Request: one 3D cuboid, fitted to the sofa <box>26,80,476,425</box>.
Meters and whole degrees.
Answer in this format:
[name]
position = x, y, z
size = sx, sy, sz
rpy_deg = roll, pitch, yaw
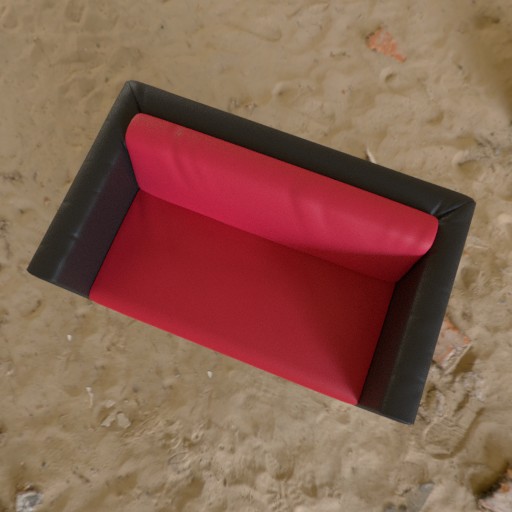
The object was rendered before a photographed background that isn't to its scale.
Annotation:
[sofa]
position = 0.000, 0.000, 1.860
size = 1.410, 0.735, 0.845
rpy_deg = 21, 76, 5
